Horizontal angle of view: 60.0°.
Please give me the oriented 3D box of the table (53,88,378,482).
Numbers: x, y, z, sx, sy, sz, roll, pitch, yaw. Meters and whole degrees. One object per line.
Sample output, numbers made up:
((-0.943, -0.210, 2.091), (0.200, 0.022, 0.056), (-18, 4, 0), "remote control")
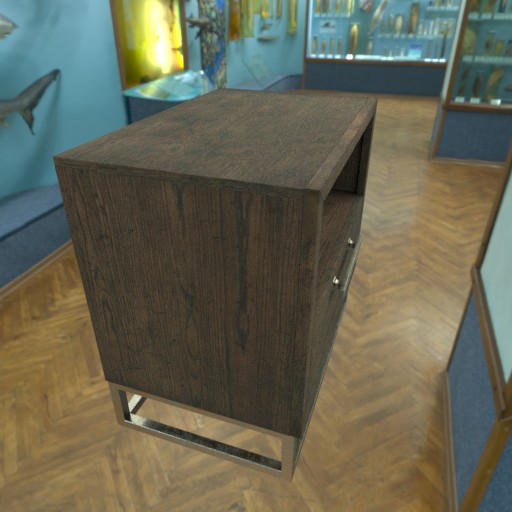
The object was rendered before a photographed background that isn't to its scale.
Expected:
((0.000, 0.000, 1.242), (0.542, 0.746, 0.767), (10, 32, 17), "table")
